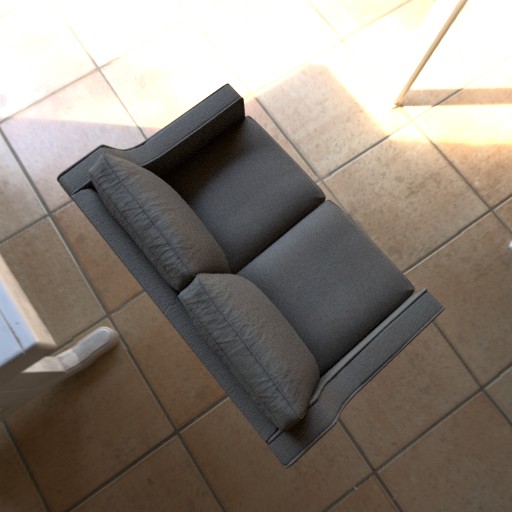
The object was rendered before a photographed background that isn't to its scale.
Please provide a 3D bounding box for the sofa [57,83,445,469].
[{"bbox_3d":[0.000,0.000,2.147,0.985,0.981,1.503,-39,78,-10],"label":"sofa"}]
